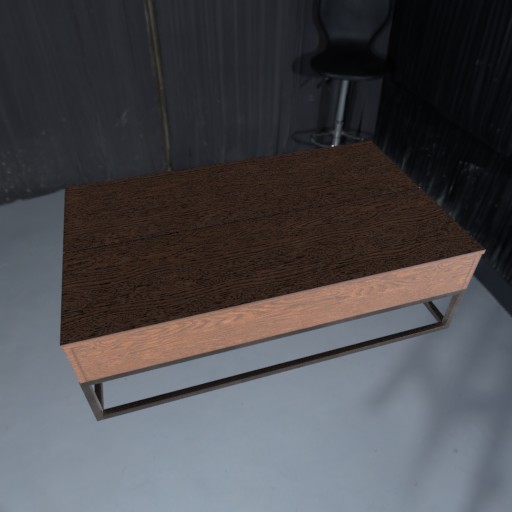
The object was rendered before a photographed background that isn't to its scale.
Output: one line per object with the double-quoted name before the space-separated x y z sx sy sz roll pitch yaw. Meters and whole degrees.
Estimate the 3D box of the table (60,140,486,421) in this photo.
"table" 0.000 0.000 1.527 1.167 0.361 0.719 -11 43 -13
